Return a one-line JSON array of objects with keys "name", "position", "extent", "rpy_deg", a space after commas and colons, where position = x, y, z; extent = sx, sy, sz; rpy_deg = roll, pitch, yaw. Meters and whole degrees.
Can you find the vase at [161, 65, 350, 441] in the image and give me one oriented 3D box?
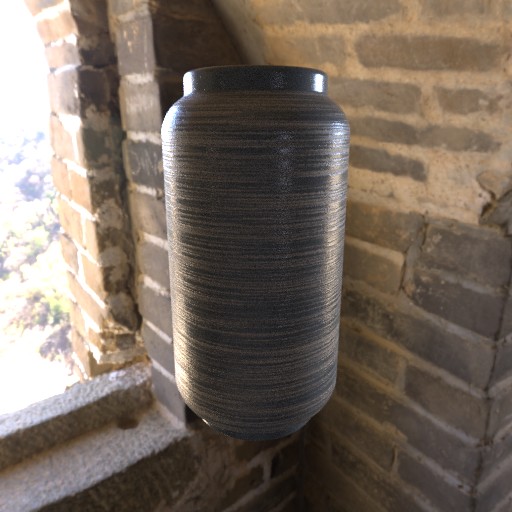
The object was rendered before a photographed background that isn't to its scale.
[{"name": "vase", "position": [0.000, 0.000, 0.301], "extent": [0.116, 0.230, 0.116], "rpy_deg": [0, 16, 0]}]
